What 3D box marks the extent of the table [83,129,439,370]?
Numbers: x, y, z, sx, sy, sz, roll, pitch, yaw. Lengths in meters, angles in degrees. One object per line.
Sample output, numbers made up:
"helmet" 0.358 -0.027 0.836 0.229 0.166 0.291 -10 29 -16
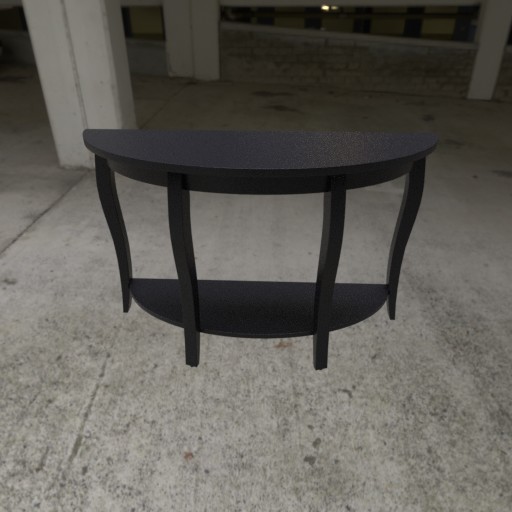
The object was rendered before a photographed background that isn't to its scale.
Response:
"table" 0.000 0.000 1.570 1.219 0.780 0.394 1 30 2
